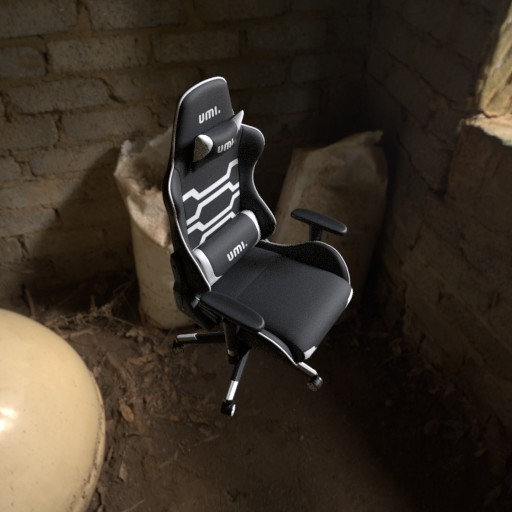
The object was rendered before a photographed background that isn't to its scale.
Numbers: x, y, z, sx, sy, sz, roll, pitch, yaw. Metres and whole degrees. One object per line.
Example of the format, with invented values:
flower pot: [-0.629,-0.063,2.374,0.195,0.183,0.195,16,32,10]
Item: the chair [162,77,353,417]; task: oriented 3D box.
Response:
chair: [0.000,0.000,1.701,0.700,1.240,0.700,25,47,25]
